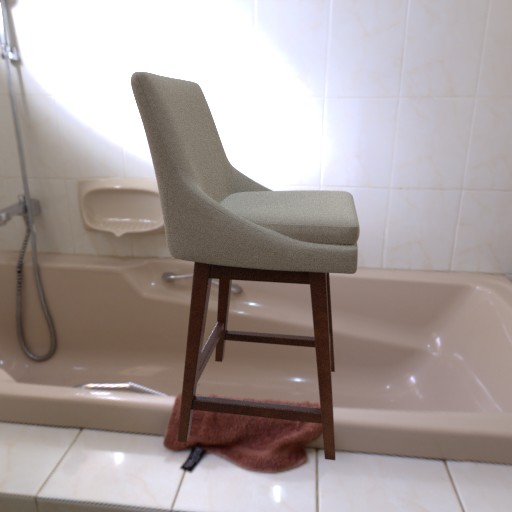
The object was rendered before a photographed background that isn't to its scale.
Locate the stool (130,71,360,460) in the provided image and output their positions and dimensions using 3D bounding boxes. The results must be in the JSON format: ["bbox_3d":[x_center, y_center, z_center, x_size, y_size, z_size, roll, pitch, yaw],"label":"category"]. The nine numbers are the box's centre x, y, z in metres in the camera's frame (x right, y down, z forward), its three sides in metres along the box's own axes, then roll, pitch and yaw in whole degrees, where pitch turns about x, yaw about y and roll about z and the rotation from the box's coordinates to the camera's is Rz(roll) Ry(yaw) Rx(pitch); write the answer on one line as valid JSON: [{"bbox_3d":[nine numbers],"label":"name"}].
[{"bbox_3d":[0.000,0.000,1.305,0.559,0.991,0.469,3,18,9],"label":"stool"}]
